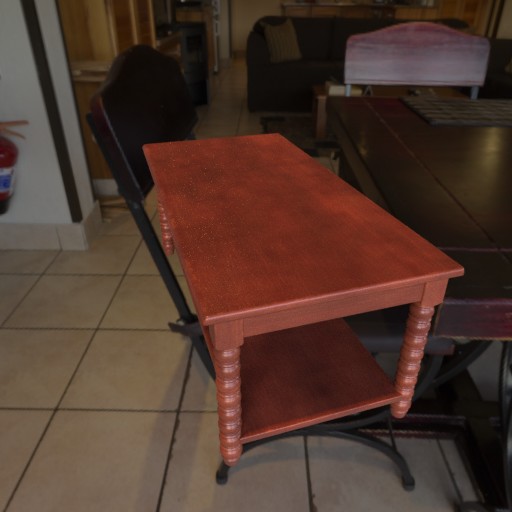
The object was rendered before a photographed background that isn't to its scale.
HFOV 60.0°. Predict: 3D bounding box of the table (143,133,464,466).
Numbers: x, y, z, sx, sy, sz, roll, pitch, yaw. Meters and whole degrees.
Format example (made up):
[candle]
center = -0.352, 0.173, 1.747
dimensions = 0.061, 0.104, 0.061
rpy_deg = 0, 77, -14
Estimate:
[table]
center = 0.000, 0.000, 1.473
dimensions = 0.580, 0.485, 1.171
rpy_deg = -9, 31, -15
